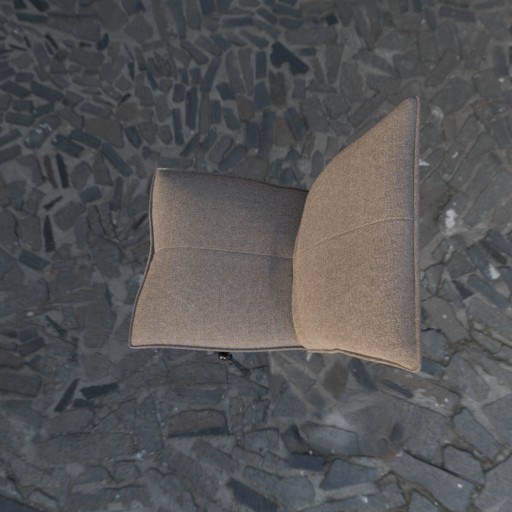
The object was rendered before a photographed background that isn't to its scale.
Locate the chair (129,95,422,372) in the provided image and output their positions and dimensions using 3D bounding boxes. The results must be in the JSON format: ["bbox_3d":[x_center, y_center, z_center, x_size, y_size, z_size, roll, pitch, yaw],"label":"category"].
[{"bbox_3d":[0.000,0.000,1.285,0.696,0.811,0.597,5,75,1],"label":"chair"}]
